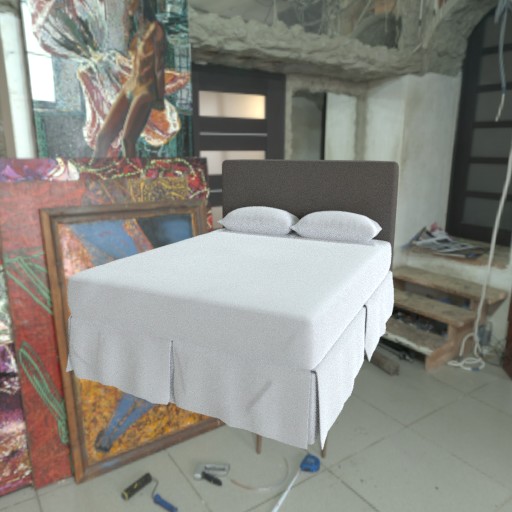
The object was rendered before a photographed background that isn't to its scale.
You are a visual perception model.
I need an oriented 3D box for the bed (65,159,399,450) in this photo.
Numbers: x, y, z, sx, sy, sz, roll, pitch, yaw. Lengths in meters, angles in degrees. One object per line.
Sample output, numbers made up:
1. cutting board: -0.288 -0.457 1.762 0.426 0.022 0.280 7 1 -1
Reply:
1. bed: 0.000 0.000 3.212 1.723 1.330 2.142 7 15 26
